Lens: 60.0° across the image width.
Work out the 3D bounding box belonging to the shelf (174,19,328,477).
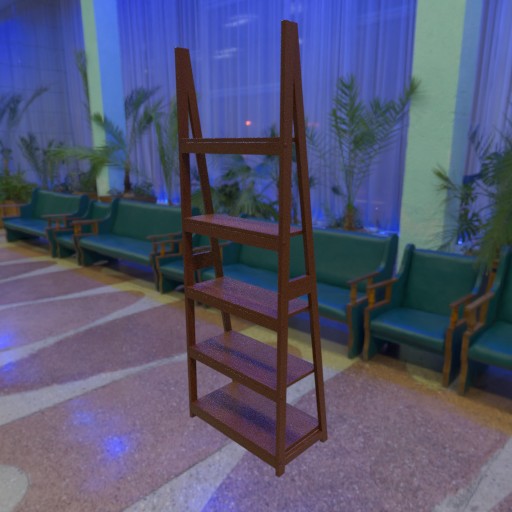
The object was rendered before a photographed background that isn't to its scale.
[{"bbox_3d":[0.000,0.000,2.011,0.630,1.780,0.356,14,20,43],"label":"shelf"}]
